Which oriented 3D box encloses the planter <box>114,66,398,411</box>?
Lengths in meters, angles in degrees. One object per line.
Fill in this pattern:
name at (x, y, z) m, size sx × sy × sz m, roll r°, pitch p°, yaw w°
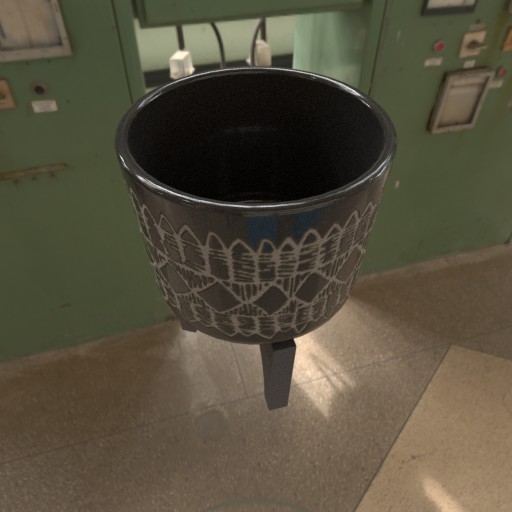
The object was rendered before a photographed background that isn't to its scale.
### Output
planter at (0.000, 0.000, 0.269) m, size 0.129 × 0.177 × 0.129 m, roll 0°, pitch 45°, yaw 0°
